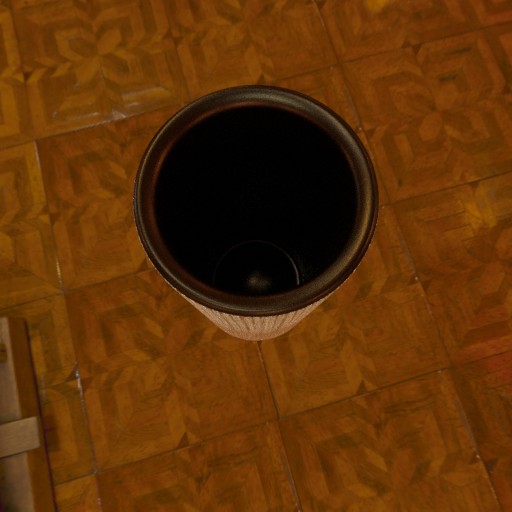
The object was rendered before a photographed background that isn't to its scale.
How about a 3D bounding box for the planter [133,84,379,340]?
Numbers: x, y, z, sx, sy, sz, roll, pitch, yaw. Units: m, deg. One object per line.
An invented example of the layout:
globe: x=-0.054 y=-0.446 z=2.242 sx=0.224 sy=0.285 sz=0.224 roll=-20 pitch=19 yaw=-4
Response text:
planter: x=0.000 y=0.000 z=0.288 sx=0.100 sy=0.227 sz=0.100 roll=-13 pitch=77 yaw=-3
